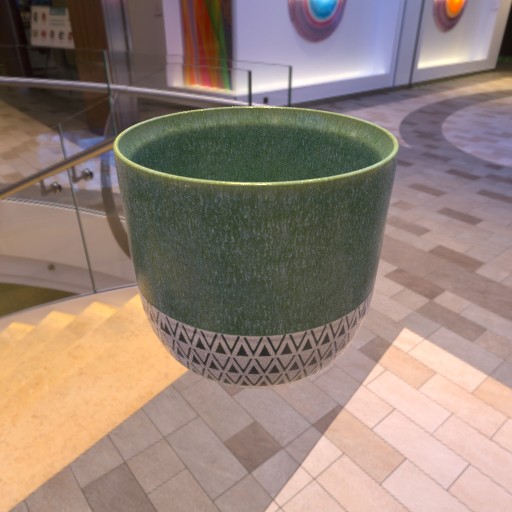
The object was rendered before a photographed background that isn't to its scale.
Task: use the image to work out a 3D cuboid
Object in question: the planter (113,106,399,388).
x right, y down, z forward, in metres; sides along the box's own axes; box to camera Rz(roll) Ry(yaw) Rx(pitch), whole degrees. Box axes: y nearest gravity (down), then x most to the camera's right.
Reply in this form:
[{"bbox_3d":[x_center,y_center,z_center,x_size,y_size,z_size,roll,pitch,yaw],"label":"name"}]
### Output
[{"bbox_3d":[0.000,0.000,0.494,0.266,0.270,0.266,0,30,0],"label":"planter"}]
